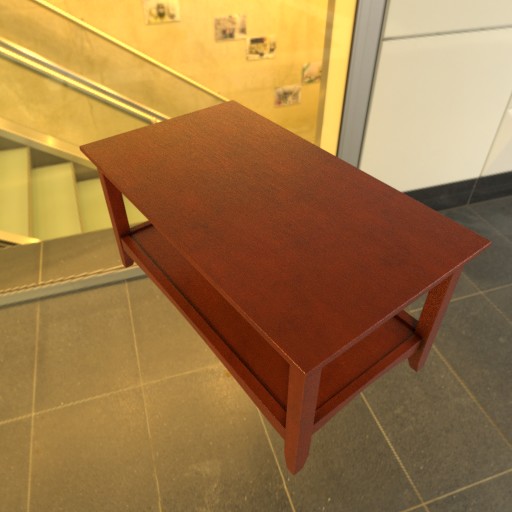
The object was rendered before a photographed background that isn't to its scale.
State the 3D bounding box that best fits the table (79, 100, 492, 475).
[{"bbox_3d":[0.000,0.000,1.242,0.533,0.456,0.943,-27,48,-27],"label":"table"}]
